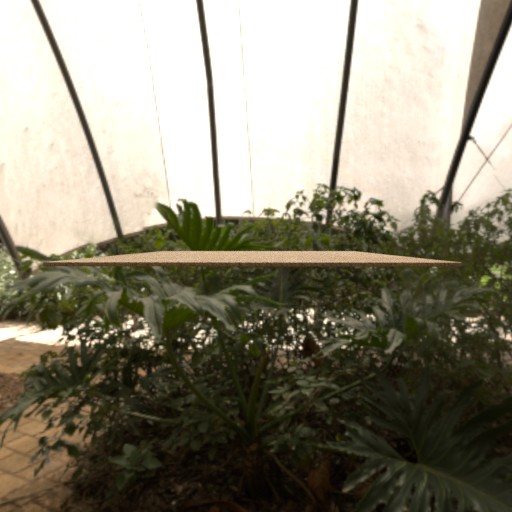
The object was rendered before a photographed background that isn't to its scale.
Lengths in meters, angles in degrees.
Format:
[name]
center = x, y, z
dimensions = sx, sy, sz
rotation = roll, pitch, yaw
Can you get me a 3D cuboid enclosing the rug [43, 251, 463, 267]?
[rug]
center = 0.000, 0.000, 4.030
dimensions = 2.400, 0.025, 3.000
rotation = 0, 2, 1
